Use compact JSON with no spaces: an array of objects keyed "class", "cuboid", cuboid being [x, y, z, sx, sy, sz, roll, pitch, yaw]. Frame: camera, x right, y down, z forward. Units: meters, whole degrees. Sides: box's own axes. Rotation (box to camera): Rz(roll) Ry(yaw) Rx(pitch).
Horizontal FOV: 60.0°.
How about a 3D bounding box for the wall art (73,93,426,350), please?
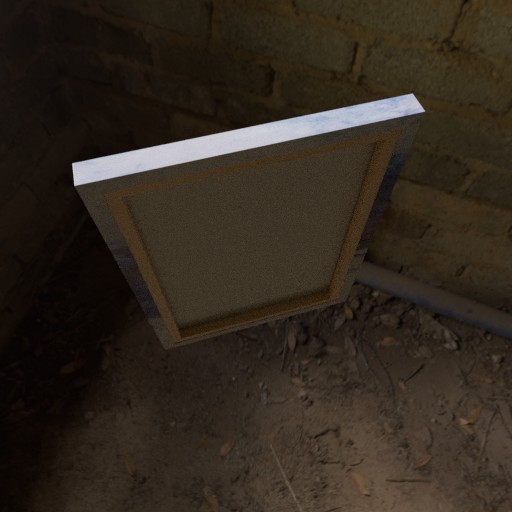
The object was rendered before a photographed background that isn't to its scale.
[{"class":"wall art","cuboid":[0.000,0.000,0.791,0.437,0.581,0.036,-14,61,-8]}]
